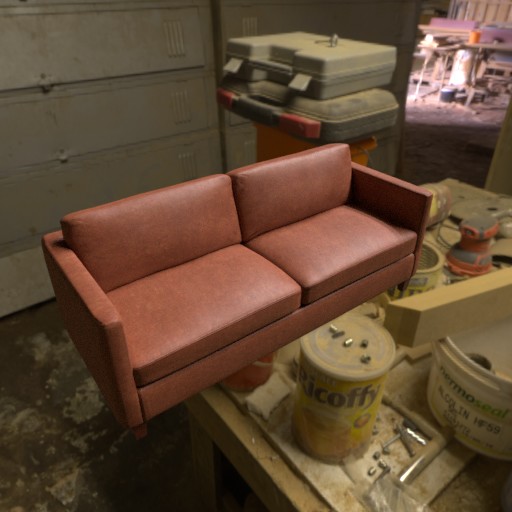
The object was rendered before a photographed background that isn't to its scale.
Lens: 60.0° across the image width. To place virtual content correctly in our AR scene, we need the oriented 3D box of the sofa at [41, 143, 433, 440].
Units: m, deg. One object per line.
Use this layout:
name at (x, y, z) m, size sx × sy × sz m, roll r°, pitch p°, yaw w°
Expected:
sofa at (0.000, 0.000, 2.741) m, size 2.204 × 0.932 × 0.950 m, roll -21°, pitch 38°, yaw -30°
